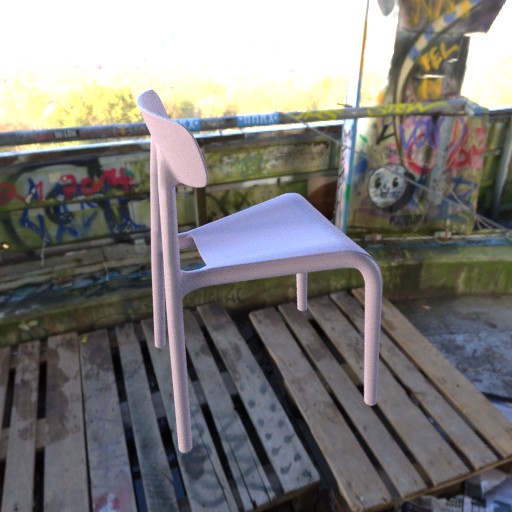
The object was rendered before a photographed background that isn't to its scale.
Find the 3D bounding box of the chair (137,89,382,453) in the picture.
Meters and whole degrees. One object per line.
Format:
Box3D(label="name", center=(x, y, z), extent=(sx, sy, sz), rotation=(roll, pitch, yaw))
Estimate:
Box3D(label="chair", center=(0.000, 0.000, 0.841), extent=(0.401, 0.580, 0.356), rotation=(-10, 32, -17))
